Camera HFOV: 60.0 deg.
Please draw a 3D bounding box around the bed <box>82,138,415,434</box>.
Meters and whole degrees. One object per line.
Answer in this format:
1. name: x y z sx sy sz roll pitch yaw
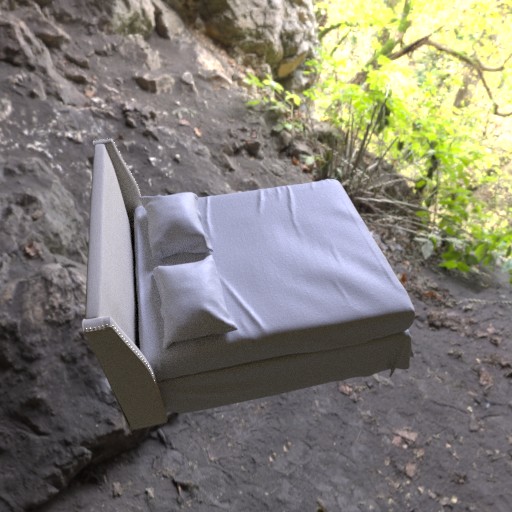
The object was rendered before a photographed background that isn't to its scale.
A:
1. bed: 0.000 0.000 3.543 2.276 1.332 1.925 -9 46 -9
